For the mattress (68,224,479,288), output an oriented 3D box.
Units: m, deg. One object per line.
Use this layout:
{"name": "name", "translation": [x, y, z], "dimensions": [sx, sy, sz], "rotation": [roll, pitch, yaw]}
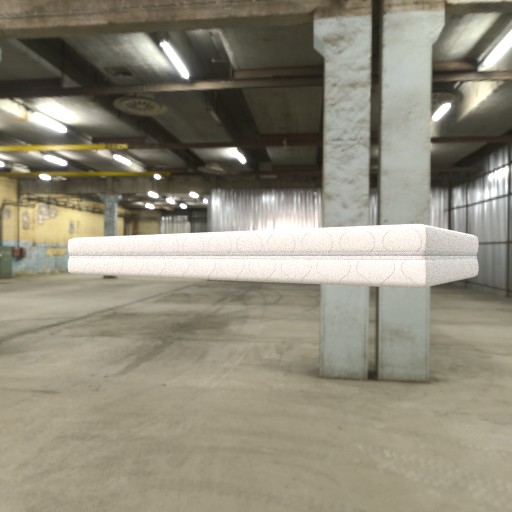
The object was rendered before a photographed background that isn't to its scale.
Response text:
{"name": "mattress", "translation": [0.000, 0.000, 2.240], "dimensions": [1.900, 0.200, 0.900], "rotation": [0, 0, 36]}
